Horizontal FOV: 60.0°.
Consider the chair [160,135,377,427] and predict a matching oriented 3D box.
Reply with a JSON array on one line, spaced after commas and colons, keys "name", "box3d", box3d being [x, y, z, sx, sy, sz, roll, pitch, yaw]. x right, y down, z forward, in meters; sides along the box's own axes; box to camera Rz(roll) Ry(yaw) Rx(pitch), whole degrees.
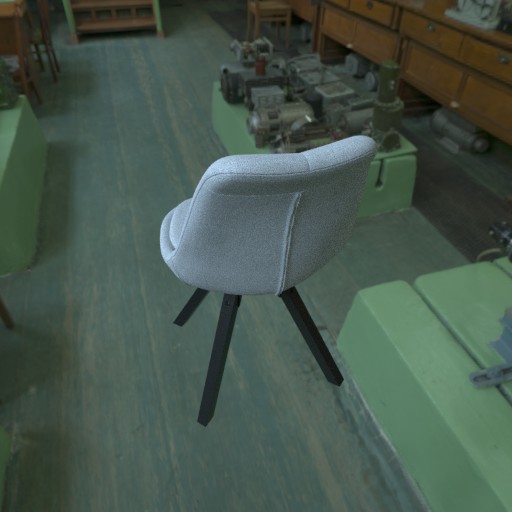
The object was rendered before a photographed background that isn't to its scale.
[{"name": "chair", "box3d": [0.000, 0.000, 1.187, 0.485, 0.850, 0.550, -12, 42, -14]}]
